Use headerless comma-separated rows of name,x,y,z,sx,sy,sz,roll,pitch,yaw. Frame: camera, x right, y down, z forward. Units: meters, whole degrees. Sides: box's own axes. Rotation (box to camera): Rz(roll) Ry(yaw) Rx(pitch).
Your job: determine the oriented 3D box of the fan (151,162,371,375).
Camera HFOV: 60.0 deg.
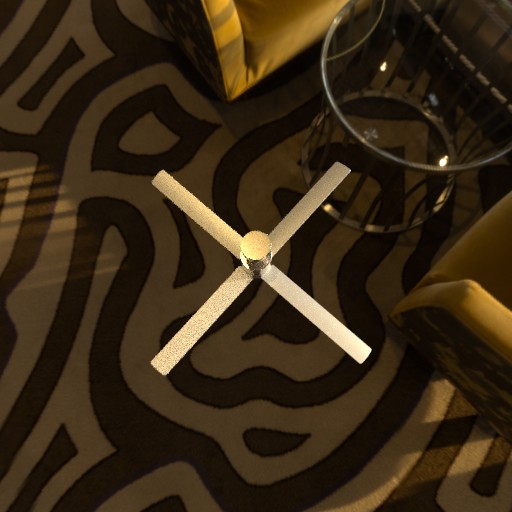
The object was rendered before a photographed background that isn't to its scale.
fan,0.000,0.000,1.981,1.322,0.355,1.322,41,79,10
